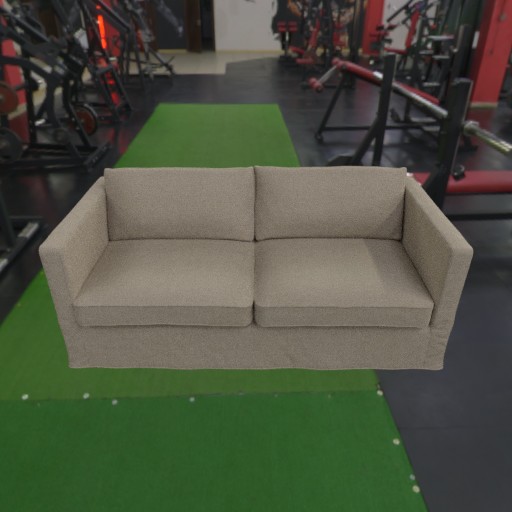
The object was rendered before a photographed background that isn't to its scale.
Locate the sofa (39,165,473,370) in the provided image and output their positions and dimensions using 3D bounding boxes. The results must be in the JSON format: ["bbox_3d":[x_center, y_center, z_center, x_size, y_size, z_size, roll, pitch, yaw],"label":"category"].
[{"bbox_3d":[0.000,0.000,2.499,1.987,0.847,0.956,0,31,0],"label":"sofa"}]
